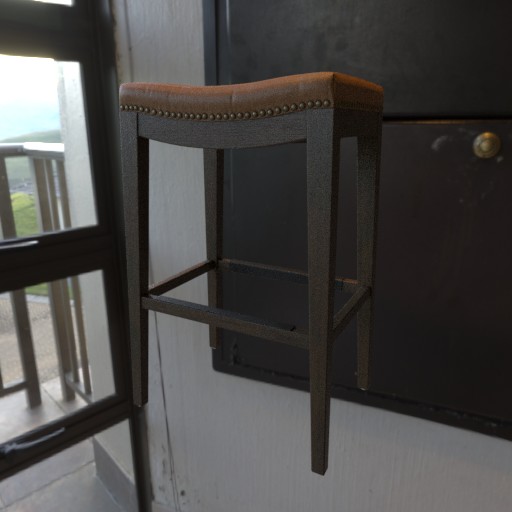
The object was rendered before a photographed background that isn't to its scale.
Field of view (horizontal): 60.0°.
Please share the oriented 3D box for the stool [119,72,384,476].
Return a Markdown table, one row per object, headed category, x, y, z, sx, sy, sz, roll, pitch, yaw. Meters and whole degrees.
| category | x | y | z | sx | sy | sz | roll | pitch | yaw |
| --- | --- | --- | --- | --- | --- | --- | --- | --- | --- |
| stool | 0.000 | 0.000 | 1.039 | 0.500 | 0.759 | 0.361 | 9 | 19 | 27 |
